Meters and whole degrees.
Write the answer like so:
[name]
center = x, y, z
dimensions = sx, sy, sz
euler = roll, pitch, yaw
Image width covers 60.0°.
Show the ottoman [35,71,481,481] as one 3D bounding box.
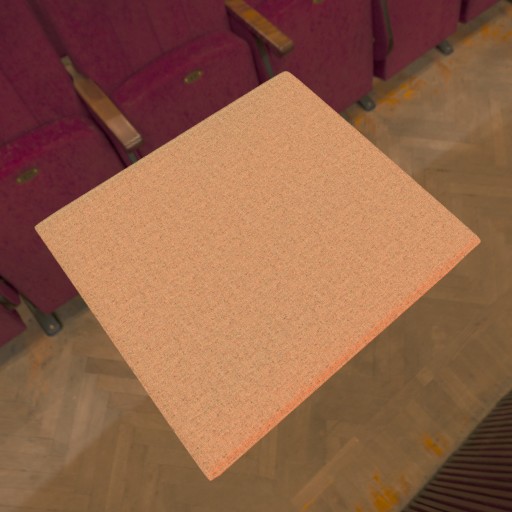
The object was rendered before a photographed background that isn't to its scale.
[ottoman]
center = 0.000, 0.000, 1.216
dimensions = 0.835, 0.303, 0.736
euler = -37, 71, -15
